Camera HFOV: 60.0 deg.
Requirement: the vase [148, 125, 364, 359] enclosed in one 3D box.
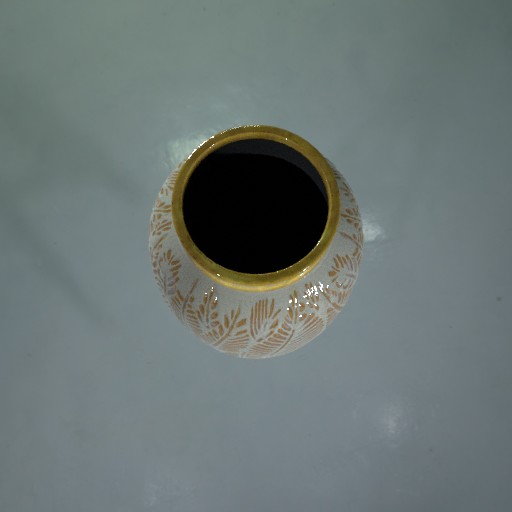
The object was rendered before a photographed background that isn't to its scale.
[{"bbox_3d":[0.000,0.000,0.381,0.172,0.270,0.172,0,77,0],"label":"vase"}]
